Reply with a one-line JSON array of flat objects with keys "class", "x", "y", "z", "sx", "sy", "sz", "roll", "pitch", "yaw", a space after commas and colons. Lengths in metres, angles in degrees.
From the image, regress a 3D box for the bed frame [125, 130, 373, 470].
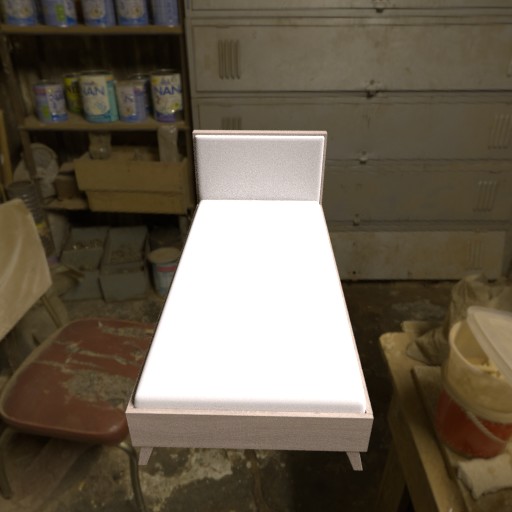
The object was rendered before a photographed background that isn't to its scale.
[{"class": "bed frame", "x": 0.000, "y": 0.000, "z": 2.631, "sx": 0.990, "sy": 0.920, "sz": 2.140, "roll": 1, "pitch": 31, "yaw": 1}]
